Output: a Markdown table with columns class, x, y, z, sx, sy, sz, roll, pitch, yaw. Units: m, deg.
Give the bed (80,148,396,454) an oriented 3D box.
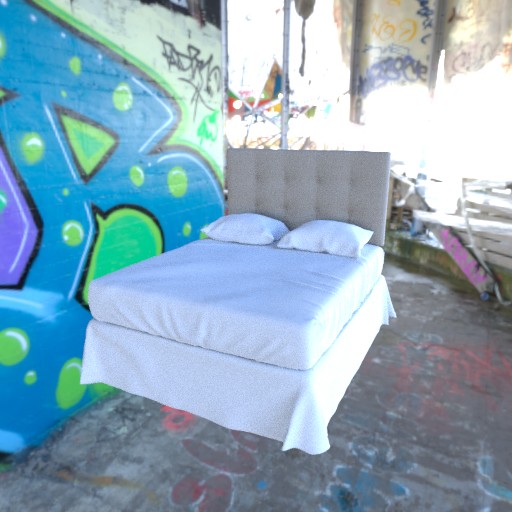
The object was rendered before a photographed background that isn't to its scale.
| class | x | y | z | sx | sy | sz | roll | pitch | yaw |
| --- | --- | --- | --- | --- | --- | --- | --- | --- | --- |
| bed | 0.000 | 0.000 | 3.528 | 1.936 | 1.577 | 2.222 | 8 | 18 | 26 |
